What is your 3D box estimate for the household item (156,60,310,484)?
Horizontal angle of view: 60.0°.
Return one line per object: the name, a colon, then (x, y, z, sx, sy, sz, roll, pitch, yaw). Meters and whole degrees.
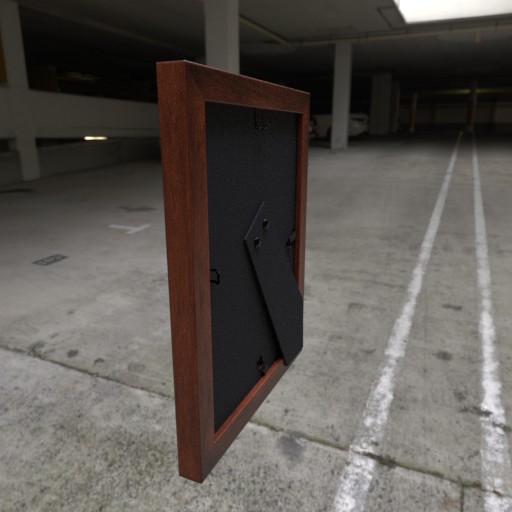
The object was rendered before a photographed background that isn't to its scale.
household item: (0.000, 0.000, 0.340, 0.020, 0.250, 0.200, 7, 17, 23)
